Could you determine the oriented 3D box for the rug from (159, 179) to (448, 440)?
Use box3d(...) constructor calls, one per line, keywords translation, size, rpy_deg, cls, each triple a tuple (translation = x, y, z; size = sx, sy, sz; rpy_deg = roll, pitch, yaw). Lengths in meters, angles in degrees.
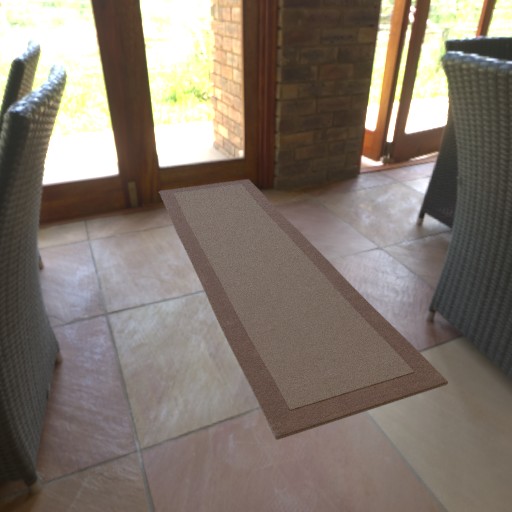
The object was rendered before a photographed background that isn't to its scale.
box3d(translation=(0.000, 0.000, 2.654), size=(0.767, 0.012, 2.430), rpy_deg=(-11, 32, -17), cls="rug")
